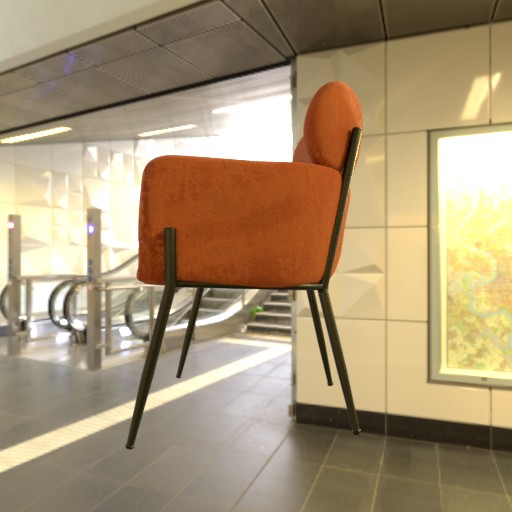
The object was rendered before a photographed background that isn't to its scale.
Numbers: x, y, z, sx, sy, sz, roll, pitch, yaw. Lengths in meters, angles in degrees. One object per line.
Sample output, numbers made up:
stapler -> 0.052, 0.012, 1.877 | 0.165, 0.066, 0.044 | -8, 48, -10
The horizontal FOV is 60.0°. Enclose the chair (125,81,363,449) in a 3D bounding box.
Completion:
chair -> 0.000, 0.000, 1.143 | 0.523, 0.772, 0.561 | 0, 0, 1
